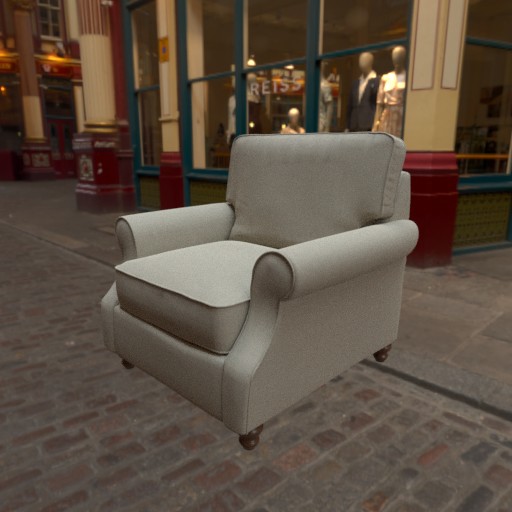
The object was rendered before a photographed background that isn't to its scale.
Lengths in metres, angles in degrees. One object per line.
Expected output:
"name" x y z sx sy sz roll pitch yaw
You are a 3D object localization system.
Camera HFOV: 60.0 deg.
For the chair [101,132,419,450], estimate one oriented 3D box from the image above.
"chair" 0.000 0.000 1.794 1.029 0.967 0.966 14 20 43
